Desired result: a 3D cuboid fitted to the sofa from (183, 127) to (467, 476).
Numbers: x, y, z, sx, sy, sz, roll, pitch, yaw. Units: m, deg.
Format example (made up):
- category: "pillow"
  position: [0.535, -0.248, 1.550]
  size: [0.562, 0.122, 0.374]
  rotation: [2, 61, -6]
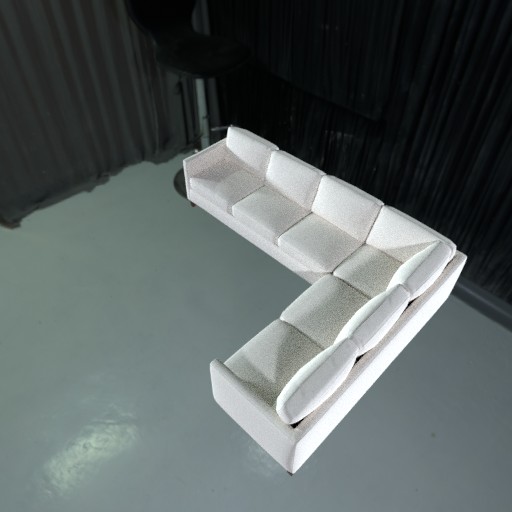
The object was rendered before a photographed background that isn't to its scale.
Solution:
- category: "sofa"
  position: [0.000, 0.000, 4.626]
  size: [3.302, 0.947, 2.593]
  rotation: [35, 56, 29]
